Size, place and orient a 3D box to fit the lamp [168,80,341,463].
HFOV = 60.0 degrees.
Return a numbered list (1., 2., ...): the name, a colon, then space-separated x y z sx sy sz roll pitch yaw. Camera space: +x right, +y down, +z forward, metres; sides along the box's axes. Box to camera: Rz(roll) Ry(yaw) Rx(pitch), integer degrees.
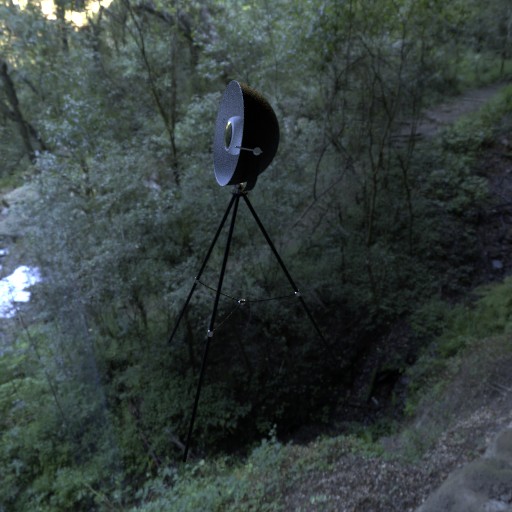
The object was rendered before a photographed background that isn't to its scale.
1. lamp: 0.000 0.000 2.019 0.920 1.512 0.817 -9 32 -14
